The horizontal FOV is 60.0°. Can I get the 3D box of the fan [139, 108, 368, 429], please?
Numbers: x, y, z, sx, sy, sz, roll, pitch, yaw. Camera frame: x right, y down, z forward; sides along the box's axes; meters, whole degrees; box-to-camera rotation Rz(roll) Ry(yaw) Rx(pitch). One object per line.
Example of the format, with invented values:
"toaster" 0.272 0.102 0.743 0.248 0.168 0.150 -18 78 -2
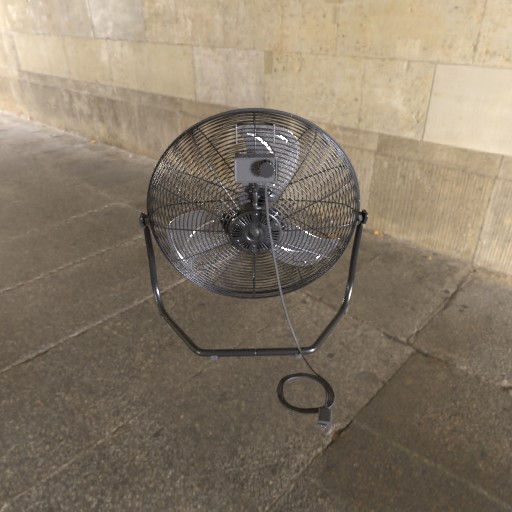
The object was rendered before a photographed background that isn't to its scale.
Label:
"fan" 0.000 0.000 0.999 0.595 0.605 0.470 -1 29 -2
